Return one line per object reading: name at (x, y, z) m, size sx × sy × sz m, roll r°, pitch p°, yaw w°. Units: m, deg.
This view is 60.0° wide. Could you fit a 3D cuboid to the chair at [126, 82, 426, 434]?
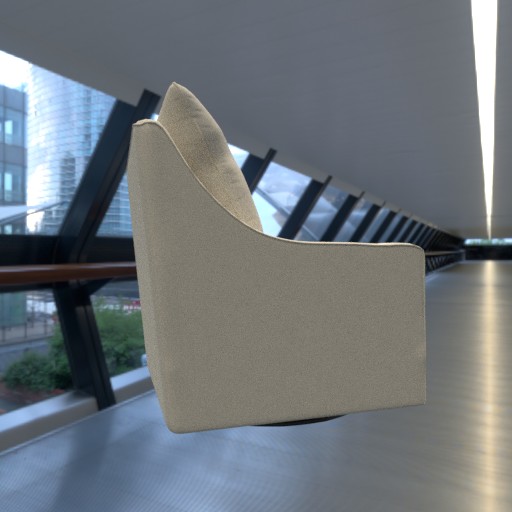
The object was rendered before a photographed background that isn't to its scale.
chair at (0.000, 0.000, 1.582) m, size 0.876 × 0.965 × 0.756 m, roll 0°, pitch -1°, yaw -18°
